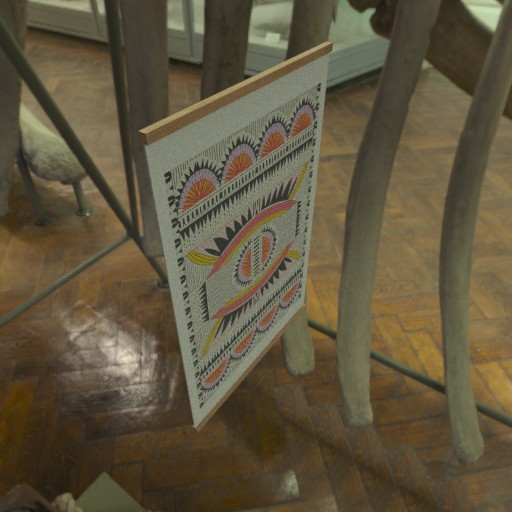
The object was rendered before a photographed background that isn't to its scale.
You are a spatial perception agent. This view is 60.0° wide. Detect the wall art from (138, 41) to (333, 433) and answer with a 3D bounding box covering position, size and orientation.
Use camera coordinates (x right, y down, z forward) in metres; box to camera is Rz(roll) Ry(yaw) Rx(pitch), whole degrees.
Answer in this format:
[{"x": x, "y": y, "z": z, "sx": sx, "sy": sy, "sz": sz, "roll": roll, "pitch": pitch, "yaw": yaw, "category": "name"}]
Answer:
[{"x": 0.000, "y": 0.000, "z": 1.943, "sx": 0.028, "sy": 1.533, "sz": 0.999, "roll": 25, "pitch": 47, "yaw": 26, "category": "wall art"}]
